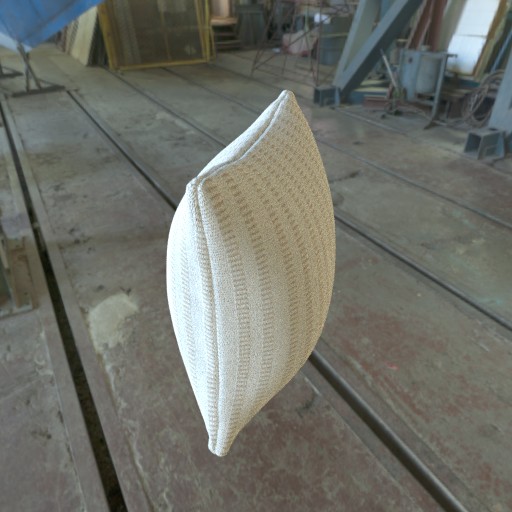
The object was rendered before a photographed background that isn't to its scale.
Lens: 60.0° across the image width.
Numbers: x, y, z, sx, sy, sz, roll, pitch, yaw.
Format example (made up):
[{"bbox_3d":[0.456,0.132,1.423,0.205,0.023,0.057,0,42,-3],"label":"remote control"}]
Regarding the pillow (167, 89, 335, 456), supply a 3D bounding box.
[{"bbox_3d":[0.000,0.000,0.697,0.247,0.419,0.438,8,33,13],"label":"pillow"}]
